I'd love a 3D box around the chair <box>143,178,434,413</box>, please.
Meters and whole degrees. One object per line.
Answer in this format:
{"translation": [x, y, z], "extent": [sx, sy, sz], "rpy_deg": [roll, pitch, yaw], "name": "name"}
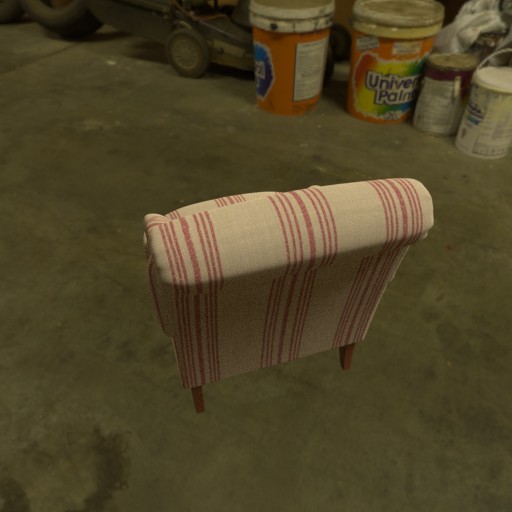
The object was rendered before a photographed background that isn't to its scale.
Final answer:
{"translation": [0.000, 0.000, 1.936], "extent": [0.933, 1.123, 1.058], "rpy_deg": [-12, 43, -13], "name": "chair"}
